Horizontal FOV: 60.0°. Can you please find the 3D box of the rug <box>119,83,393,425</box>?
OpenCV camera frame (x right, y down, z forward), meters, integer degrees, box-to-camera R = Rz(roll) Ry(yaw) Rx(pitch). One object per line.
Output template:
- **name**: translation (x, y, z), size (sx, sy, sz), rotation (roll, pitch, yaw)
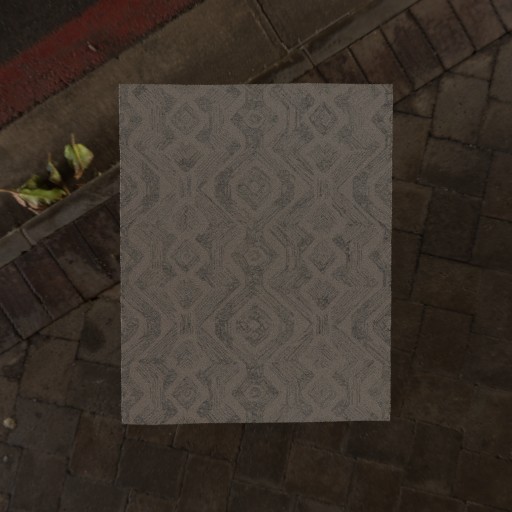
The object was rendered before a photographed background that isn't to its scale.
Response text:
- **rug**: translation (0.000, 0.000, 3.969), size (2.430, 0.030, 3.054), rotation (0, 92, 0)
